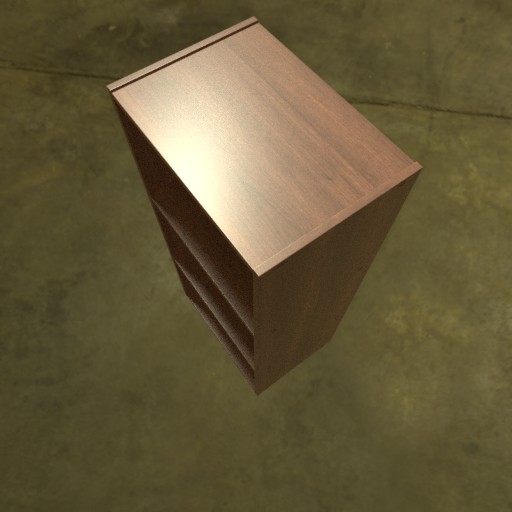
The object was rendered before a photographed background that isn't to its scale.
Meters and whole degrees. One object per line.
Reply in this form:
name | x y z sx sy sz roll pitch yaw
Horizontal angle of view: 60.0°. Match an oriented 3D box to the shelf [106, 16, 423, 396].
shelf | 0.000 0.000 1.060 0.290 0.879 0.414 -33 68 -15
